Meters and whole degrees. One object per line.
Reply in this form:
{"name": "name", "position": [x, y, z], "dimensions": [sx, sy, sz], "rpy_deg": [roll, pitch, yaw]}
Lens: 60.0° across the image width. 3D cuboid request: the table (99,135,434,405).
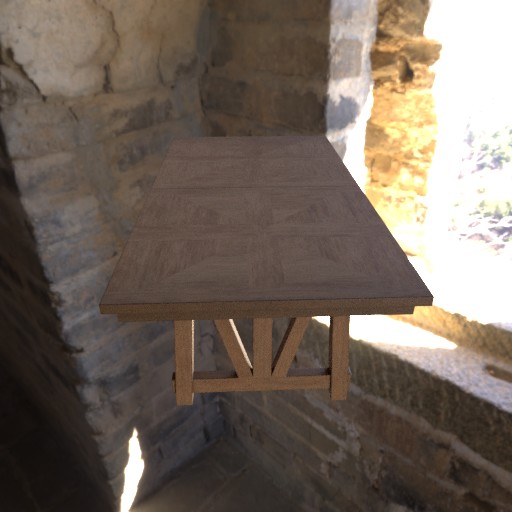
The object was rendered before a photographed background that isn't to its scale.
{"name": "table", "position": [0.000, 0.000, 2.344], "dimensions": [1.016, 0.768, 1.881], "rpy_deg": [-1, 30, -2]}
